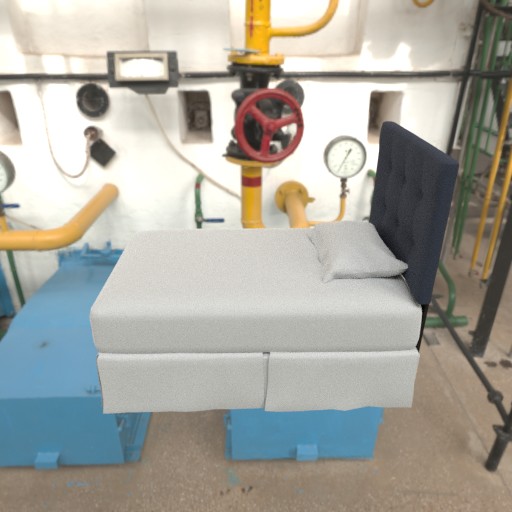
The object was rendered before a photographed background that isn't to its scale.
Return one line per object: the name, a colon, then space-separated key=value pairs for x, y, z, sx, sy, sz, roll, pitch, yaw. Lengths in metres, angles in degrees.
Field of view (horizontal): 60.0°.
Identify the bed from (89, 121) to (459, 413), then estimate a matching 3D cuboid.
bed: x=0.000 y=0.000 z=2.980 sx=1.997 sy=1.571 sz=1.261 roll=0 pitch=27 yaw=-1
